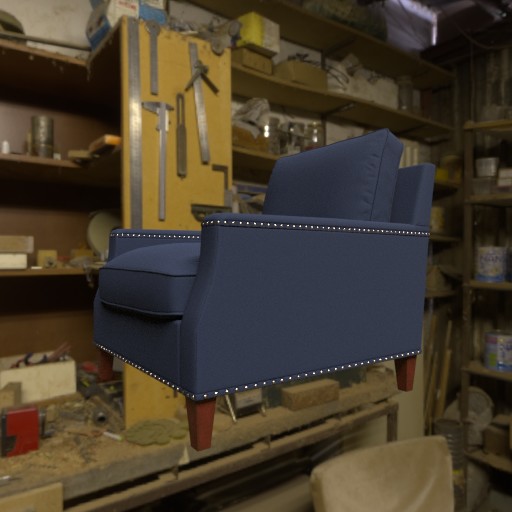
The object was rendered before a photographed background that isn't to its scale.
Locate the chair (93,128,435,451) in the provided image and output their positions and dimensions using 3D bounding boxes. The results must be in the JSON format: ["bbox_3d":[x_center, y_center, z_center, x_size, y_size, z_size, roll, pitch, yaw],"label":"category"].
[{"bbox_3d":[0.000,0.000,1.654,1.014,0.943,0.853,0,0,-36],"label":"chair"}]
